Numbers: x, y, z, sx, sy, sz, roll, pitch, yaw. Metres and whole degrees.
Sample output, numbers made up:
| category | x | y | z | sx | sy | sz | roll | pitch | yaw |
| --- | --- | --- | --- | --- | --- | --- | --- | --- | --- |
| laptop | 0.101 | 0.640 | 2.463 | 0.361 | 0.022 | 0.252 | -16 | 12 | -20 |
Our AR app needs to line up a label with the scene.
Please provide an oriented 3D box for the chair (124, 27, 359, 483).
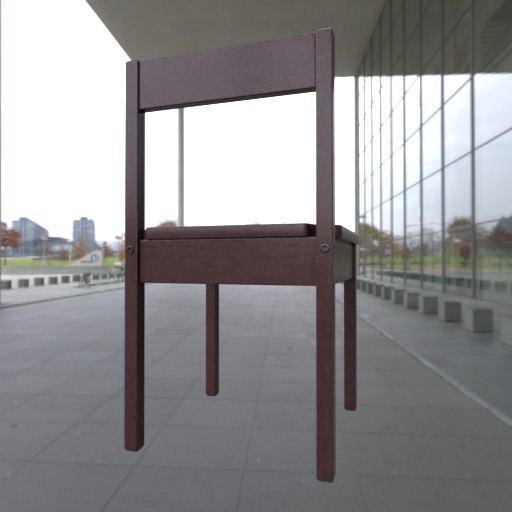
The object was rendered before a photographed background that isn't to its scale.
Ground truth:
| category | x | y | z | sx | sy | sz | roll | pitch | yaw |
| --- | --- | --- | --- | --- | --- | --- | --- | --- | --- |
| chair | 0.000 | 0.000 | 0.871 | 0.367 | 0.668 | 0.361 | 0 | -1 | 18 |
